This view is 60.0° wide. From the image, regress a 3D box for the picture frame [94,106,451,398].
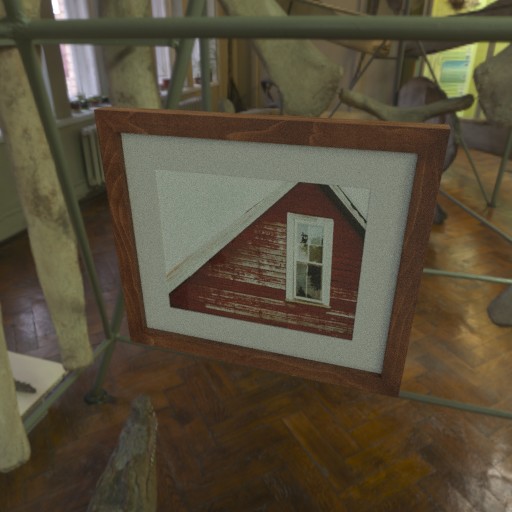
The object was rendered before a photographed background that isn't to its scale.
[{"bbox_3d":[0.000,0.000,0.541,0.381,0.330,0.025,8,28,15],"label":"picture frame"}]
